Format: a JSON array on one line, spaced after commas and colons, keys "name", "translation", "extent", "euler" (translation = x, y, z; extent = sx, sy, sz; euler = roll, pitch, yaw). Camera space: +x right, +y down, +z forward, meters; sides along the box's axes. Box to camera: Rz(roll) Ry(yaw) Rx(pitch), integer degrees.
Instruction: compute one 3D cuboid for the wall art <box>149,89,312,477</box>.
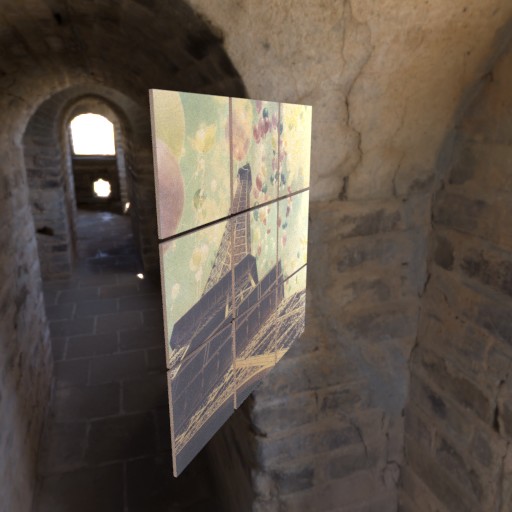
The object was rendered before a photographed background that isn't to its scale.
[{"name": "wall art", "translation": [0.000, 0.000, 1.834], "extent": [0.013, 1.218, 1.219], "euler": [8, 18, 25]}]
